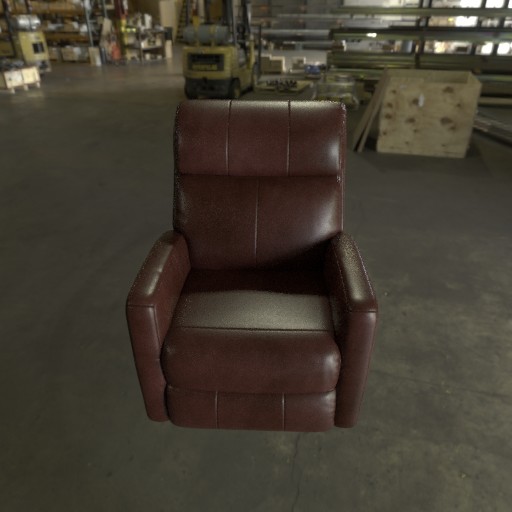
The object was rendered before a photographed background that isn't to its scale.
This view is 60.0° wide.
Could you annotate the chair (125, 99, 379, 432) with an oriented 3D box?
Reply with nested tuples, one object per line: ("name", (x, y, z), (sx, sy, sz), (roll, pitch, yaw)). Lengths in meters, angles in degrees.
("chair", (0.000, 0.000, 1.702), (0.787, 1.016, 0.939), (1, 30, 2))
